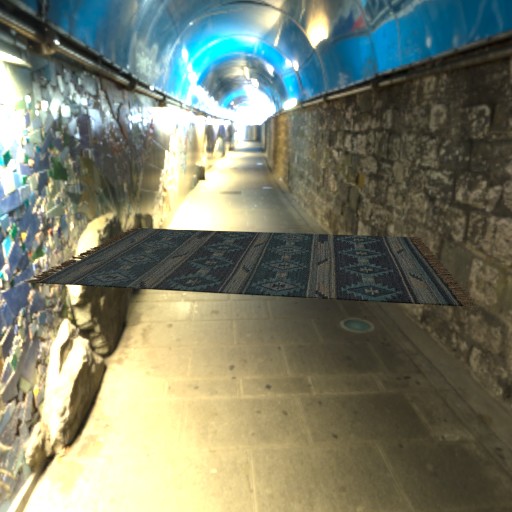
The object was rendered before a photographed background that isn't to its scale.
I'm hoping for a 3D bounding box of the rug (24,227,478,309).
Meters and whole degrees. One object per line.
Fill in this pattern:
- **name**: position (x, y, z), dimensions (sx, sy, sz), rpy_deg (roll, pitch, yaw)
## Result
- **rug**: position (0.000, 0.000, 2.407), dimensions (1.936, 0.028, 1.181), rpy_deg (2, 16, 8)
